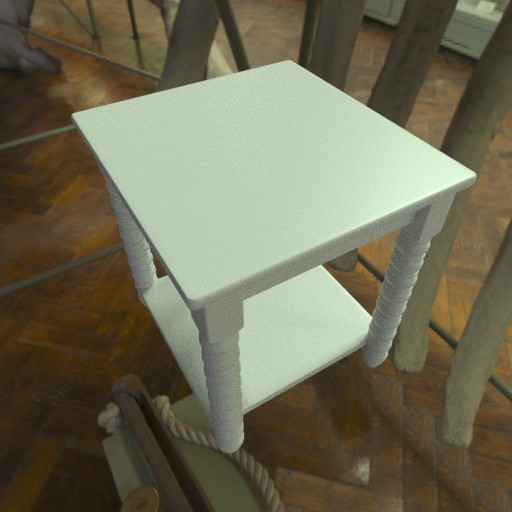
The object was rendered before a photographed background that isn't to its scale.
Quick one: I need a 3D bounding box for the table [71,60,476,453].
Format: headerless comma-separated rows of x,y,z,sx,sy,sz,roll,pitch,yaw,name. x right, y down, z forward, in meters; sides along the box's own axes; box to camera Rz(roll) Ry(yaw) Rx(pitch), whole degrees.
0.000,0.000,0.964,0.500,0.563,0.533,-23,50,-21,table
